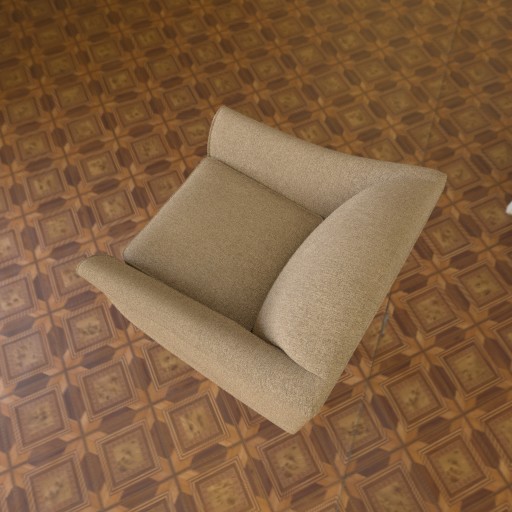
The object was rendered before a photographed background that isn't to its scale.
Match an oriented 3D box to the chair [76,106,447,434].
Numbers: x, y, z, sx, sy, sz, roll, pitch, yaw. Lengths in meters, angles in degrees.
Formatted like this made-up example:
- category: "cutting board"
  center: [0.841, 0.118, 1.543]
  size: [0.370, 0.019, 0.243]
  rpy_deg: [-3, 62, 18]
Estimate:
- category: "chair"
  center: [0.000, 0.000, 1.435]
  size: [0.787, 0.839, 0.763]
  rpy_deg: [30, 68, 14]
